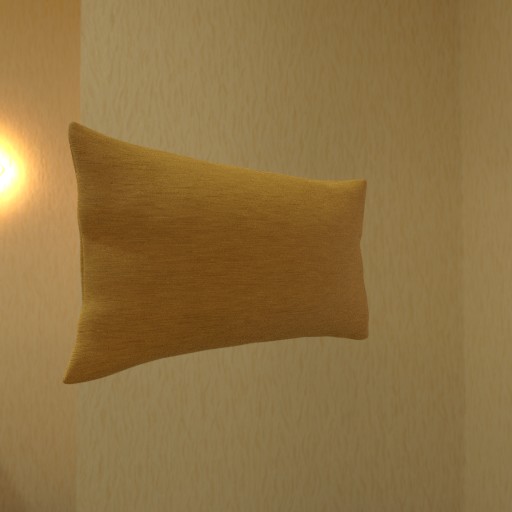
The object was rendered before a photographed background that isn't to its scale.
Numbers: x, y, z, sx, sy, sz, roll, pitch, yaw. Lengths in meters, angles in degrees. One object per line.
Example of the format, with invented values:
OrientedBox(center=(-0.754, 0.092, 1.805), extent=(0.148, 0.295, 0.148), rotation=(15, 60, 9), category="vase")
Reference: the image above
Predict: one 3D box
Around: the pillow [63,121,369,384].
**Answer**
OrientedBox(center=(0.000, 0.000, 0.779), extent=(0.634, 0.354, 0.210), rotation=(1, -2, -38), category="pillow")
